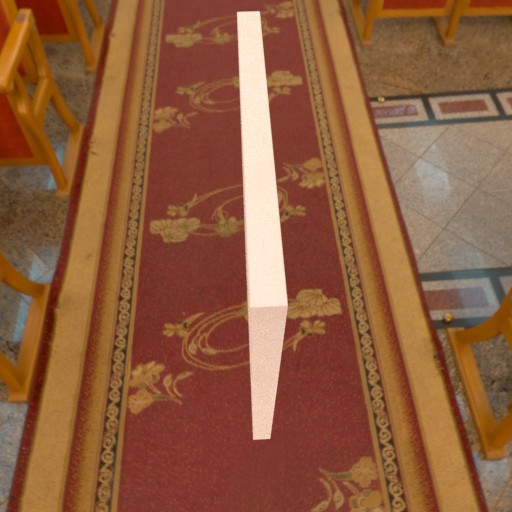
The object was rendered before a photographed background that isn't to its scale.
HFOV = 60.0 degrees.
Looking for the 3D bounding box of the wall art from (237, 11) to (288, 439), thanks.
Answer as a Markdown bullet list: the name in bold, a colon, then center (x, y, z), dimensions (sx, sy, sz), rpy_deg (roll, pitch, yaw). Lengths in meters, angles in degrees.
- **wall art**: center (0.000, 0.000, 0.800), dimensions (0.037, 0.606, 0.508), rpy_deg (-2, 57, -2)
